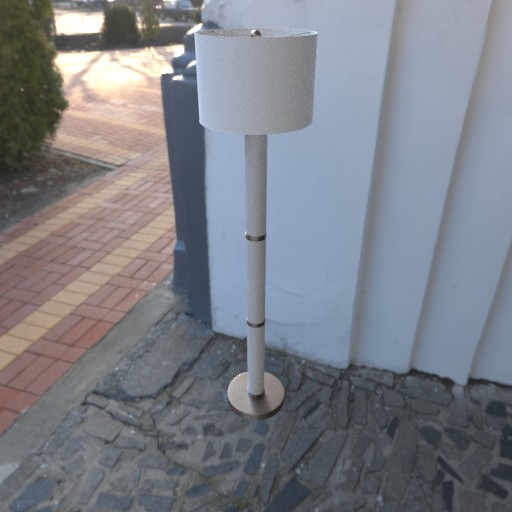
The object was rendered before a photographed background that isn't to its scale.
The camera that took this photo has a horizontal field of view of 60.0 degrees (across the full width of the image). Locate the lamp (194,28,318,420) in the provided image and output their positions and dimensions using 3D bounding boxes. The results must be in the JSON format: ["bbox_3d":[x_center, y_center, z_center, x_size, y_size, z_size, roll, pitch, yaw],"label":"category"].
[{"bbox_3d":[0.000,0.000,1.757,0.377,1.599,0.377,22,37,32],"label":"lamp"}]
